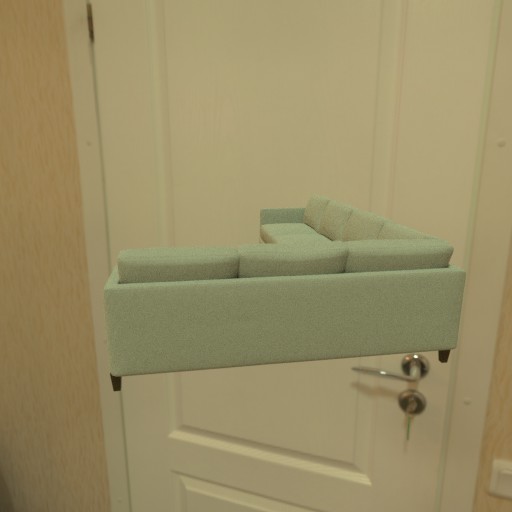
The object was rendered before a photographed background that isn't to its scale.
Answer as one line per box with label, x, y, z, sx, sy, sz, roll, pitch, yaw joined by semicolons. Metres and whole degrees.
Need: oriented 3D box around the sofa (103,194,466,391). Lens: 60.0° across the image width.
sofa;0.000;0.000;4.550;2.522;0.934;3.333;-2;14;-9
